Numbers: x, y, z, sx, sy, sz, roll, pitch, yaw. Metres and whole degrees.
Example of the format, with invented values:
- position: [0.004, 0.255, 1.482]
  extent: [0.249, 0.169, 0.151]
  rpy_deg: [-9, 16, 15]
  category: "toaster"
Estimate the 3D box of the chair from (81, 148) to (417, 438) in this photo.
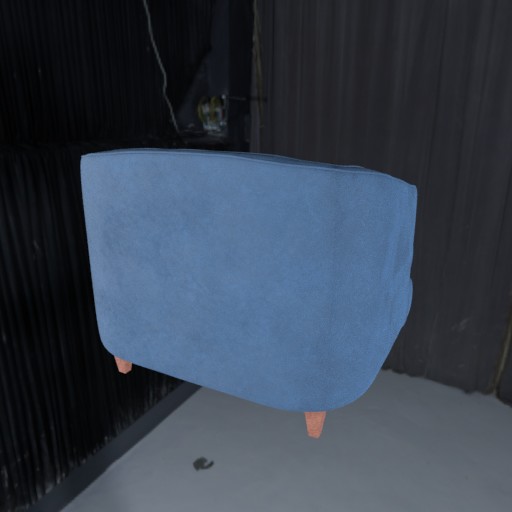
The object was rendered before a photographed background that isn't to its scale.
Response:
- position: [0.000, 0.000, 1.721]
  extent: [1.094, 0.852, 0.940]
  rpy_deg: [9, 19, 26]
  category: "chair"
